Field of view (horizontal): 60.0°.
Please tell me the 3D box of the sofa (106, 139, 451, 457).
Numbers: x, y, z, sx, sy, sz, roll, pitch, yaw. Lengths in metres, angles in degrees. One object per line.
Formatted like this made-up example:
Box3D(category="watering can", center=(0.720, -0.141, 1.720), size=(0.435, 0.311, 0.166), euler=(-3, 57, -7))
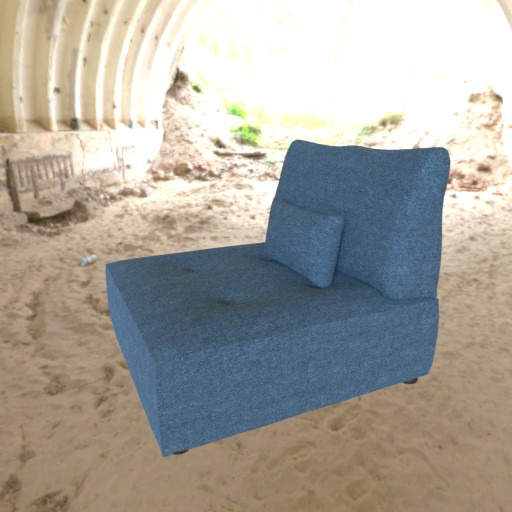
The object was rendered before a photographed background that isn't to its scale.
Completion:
Box3D(category="sofa", center=(0.000, 0.000, 1.680), size=(1.000, 0.820, 0.930), euler=(-8, 18, -24))
